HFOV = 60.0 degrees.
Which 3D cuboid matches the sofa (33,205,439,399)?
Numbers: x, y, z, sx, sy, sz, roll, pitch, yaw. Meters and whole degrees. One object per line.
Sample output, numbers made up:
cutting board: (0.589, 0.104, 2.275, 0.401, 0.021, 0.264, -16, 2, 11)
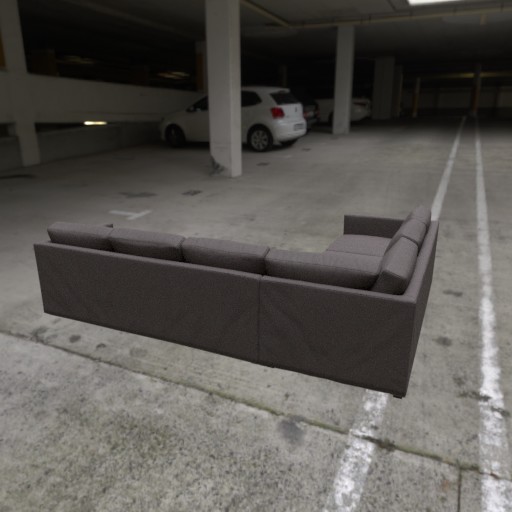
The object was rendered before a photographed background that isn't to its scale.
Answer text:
sofa: (0.000, 0.000, 4.349, 3.182, 0.871, 2.432, 8, 19, 23)
